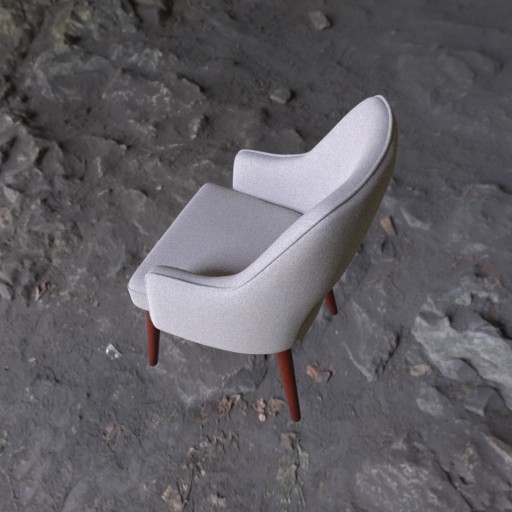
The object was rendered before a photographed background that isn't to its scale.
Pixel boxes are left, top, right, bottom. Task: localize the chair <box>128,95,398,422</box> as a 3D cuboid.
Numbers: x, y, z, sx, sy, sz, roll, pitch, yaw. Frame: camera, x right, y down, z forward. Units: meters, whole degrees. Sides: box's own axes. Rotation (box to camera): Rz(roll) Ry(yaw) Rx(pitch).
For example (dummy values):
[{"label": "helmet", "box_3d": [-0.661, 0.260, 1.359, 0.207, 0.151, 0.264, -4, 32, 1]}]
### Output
[{"label": "chair", "box_3d": [0.000, 0.000, 1.208, 0.580, 0.840, 0.560, 17, 50, 15]}]
